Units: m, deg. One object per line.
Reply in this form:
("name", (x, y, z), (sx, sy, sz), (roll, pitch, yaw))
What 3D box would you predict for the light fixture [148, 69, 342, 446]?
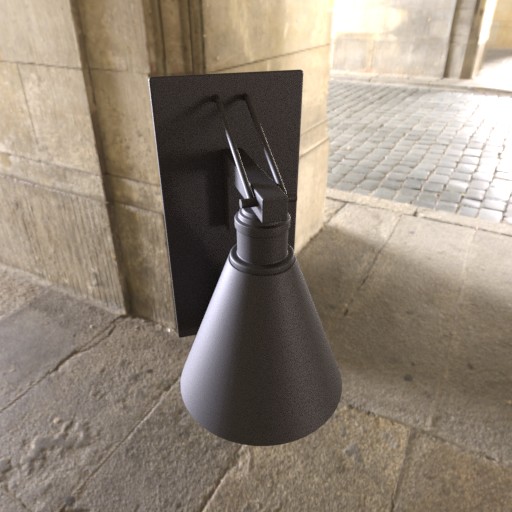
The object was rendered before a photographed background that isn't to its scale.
("light fixture", (0.000, 0.000, 0.417), (0.170, 0.298, 0.207), (-9, 32, -15))
